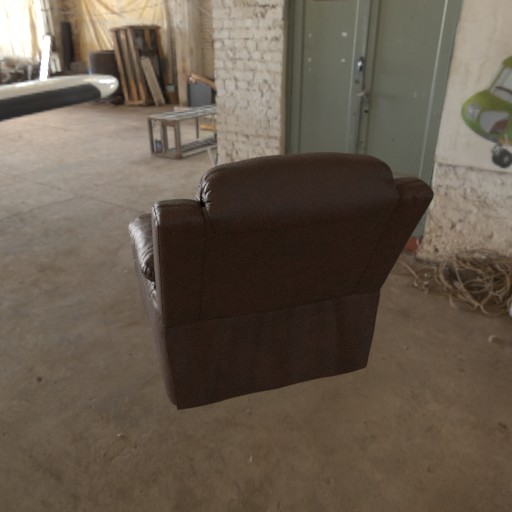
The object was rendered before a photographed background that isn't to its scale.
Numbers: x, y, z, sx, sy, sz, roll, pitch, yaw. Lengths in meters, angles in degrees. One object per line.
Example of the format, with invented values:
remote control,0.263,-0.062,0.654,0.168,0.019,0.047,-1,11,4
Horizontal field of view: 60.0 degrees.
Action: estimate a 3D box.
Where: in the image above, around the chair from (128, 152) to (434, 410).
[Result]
chair,0.000,0.000,1.275,0.680,0.702,0.707,-8,27,-16
